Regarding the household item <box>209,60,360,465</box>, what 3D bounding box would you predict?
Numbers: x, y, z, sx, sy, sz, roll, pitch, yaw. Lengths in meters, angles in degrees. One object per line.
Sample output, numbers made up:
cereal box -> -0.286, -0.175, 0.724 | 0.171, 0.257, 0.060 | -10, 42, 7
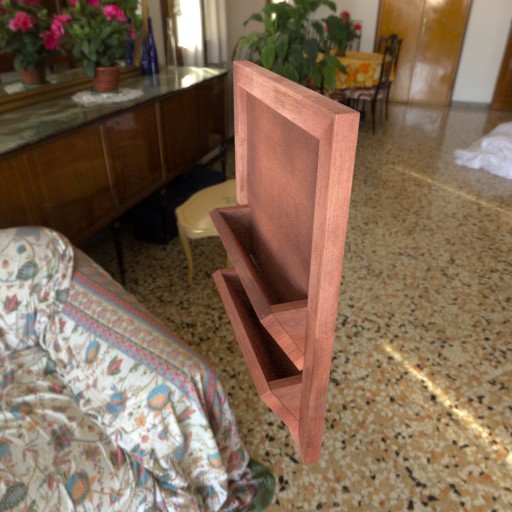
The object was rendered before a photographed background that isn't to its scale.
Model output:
household item -> 0.000, 0.000, 0.546 | 0.067, 0.407, 0.310 | -9, 32, -14
